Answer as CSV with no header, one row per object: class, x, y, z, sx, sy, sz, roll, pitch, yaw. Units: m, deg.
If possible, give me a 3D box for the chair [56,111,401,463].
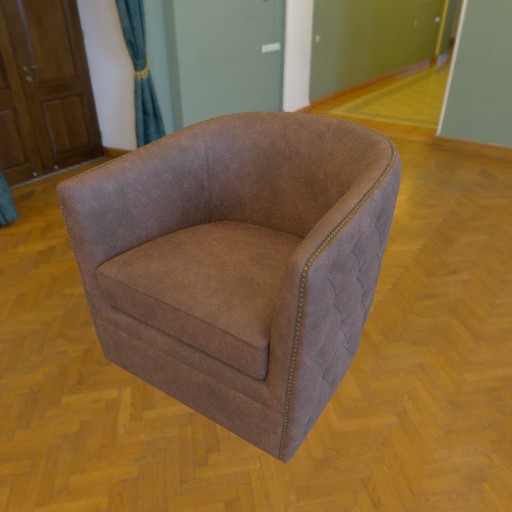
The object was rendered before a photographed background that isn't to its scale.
chair,0.000,0.000,1.534,0.850,0.790,0.870,19,36,28
